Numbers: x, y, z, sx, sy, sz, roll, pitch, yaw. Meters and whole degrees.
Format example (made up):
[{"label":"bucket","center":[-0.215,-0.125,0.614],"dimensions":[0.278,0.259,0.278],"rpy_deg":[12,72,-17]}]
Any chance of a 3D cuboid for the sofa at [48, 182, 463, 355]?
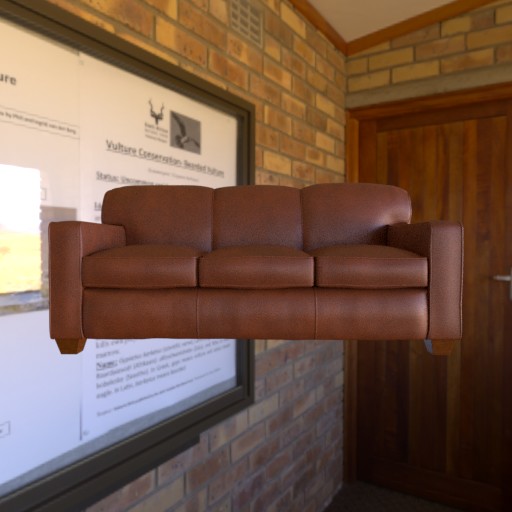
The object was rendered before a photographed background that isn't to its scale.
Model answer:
[{"label":"sofa","center":[0.000,0.000,2.590],"dimensions":[2.039,0.953,1.008],"rpy_deg":[0,2,0]}]
